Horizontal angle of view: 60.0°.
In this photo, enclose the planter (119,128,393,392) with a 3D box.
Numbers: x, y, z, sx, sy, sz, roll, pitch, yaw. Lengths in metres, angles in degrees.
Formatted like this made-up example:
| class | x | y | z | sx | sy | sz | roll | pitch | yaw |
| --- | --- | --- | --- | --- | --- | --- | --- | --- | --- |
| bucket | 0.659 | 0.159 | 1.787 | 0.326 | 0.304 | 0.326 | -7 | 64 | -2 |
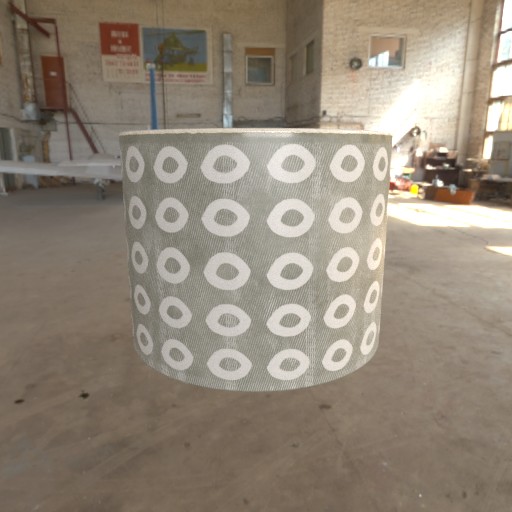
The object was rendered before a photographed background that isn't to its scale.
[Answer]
| class | x | y | z | sx | sy | sz | roll | pitch | yaw |
| --- | --- | --- | --- | --- | --- | --- | --- | --- | --- |
| planter | 0.000 | 0.000 | 0.450 | 0.250 | 0.239 | 0.250 | 0 | 14 | 0 |
